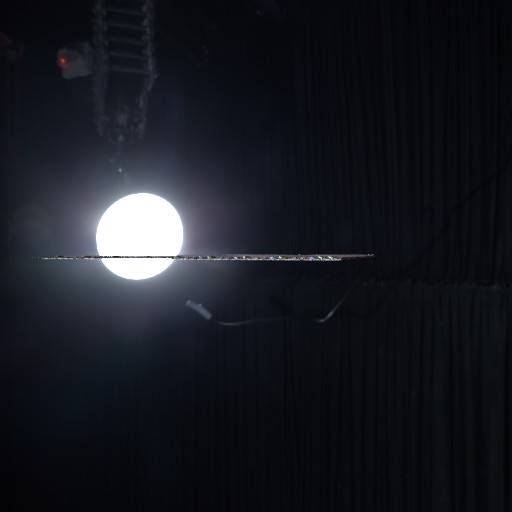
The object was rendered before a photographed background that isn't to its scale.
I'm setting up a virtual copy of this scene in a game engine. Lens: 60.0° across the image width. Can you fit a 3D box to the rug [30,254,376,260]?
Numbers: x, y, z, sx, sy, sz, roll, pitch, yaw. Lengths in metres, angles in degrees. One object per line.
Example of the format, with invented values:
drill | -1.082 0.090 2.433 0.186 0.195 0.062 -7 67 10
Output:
rug | 0.000 0.000 2.242 1.084 0.013 1.849 0 0 18
